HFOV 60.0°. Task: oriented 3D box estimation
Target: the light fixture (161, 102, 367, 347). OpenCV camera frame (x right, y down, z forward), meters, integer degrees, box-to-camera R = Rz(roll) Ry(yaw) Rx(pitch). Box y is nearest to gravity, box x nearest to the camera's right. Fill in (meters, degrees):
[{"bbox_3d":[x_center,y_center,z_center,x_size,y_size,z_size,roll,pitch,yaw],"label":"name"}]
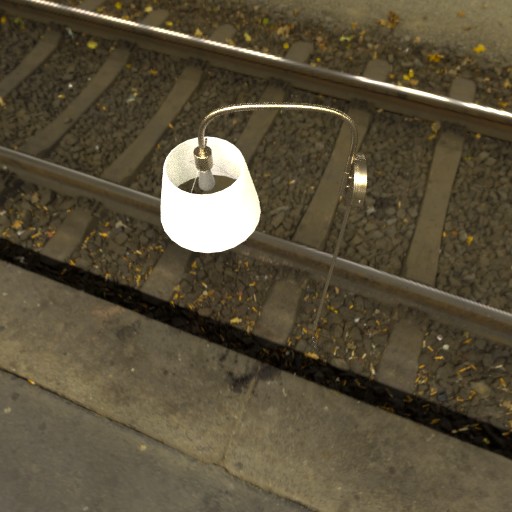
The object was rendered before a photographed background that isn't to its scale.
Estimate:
[{"bbox_3d":[0.000,0.000,0.477,0.176,0.399,0.092,1,58,0],"label":"light fixture"}]
